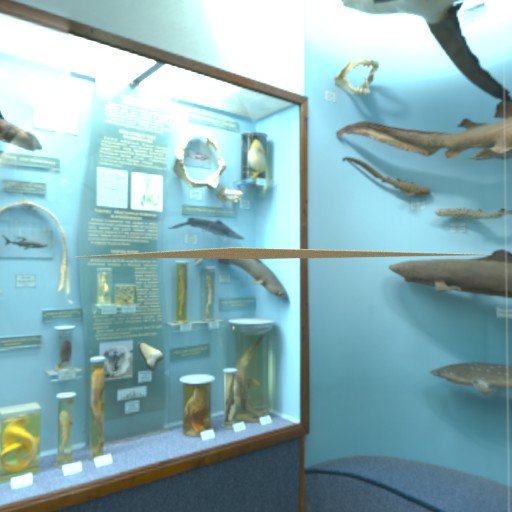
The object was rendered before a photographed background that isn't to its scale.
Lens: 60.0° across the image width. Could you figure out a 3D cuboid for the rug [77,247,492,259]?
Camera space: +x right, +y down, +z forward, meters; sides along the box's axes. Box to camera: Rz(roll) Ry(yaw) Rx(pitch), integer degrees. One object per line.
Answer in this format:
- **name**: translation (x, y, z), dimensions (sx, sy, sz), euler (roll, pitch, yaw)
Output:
- **rug**: translation (0.000, 0.000, 4.084), dimensions (2.454, 0.005, 3.067), euler (1, -1, -36)
